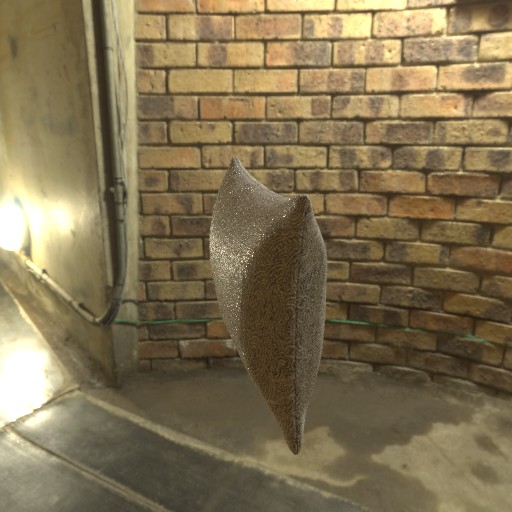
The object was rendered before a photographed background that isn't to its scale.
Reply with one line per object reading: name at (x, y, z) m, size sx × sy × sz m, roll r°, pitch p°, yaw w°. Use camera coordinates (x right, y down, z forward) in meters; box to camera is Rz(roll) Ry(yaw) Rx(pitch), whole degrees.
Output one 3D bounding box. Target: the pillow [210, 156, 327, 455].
pillow at (0.000, 0.000, 0.749) m, size 0.151 × 0.295 × 0.615 m, roll -3°, pitch 16°, yaw -9°
